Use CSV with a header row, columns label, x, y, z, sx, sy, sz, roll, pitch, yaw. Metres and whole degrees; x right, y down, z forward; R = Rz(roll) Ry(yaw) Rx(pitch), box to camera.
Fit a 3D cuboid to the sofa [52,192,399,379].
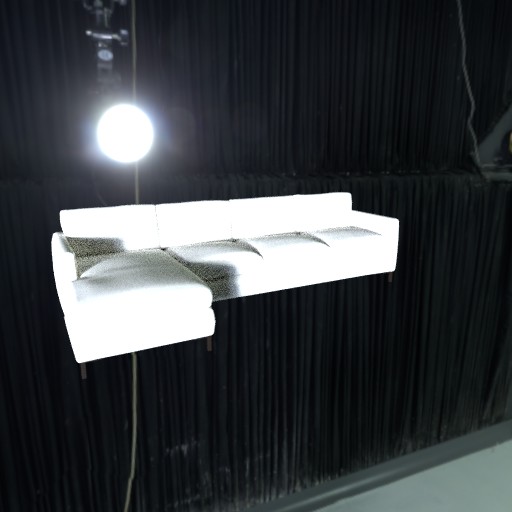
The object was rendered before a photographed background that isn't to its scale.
label,x,y,z,sx,sy,sz,roll,pitch,yaw
sofa,0.000,0.000,3.875,3.186,0.875,1.467,-7,16,-27
